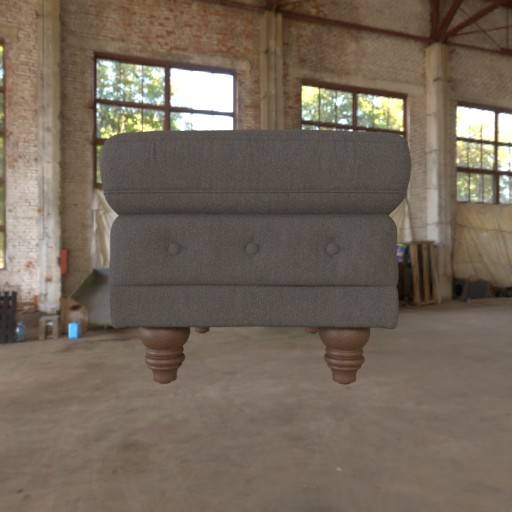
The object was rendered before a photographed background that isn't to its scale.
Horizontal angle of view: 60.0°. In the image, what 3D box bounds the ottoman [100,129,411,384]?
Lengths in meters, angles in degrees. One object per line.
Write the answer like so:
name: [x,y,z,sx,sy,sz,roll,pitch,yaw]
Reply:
ottoman: [0.000,0.000,1.158,0.569,0.500,0.771,0,0,1]
